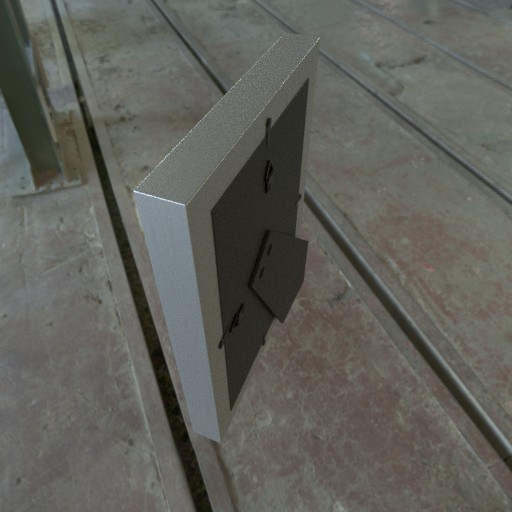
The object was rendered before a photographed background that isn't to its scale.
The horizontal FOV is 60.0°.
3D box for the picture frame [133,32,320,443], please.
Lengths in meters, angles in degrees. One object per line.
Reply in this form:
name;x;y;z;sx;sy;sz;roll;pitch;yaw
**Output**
picture frame;0.000;0.000;0.275;0.028;0.208;0.157;16;49;15
